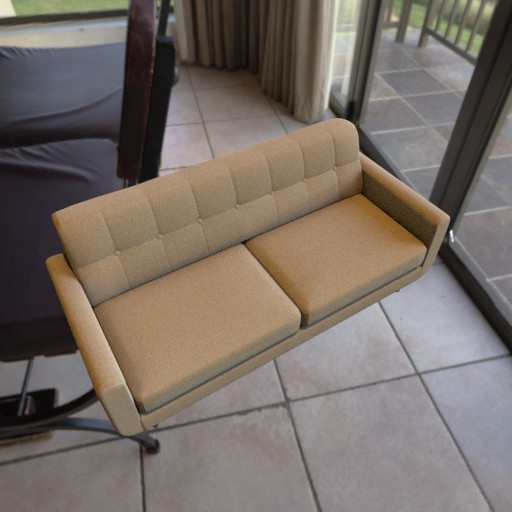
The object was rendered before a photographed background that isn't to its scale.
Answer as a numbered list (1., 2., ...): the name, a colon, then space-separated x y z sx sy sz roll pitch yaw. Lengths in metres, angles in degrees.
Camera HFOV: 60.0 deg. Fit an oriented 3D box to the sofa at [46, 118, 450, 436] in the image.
1. sofa: 0.000 0.000 2.617 2.137 0.892 0.980 -24 50 -22
